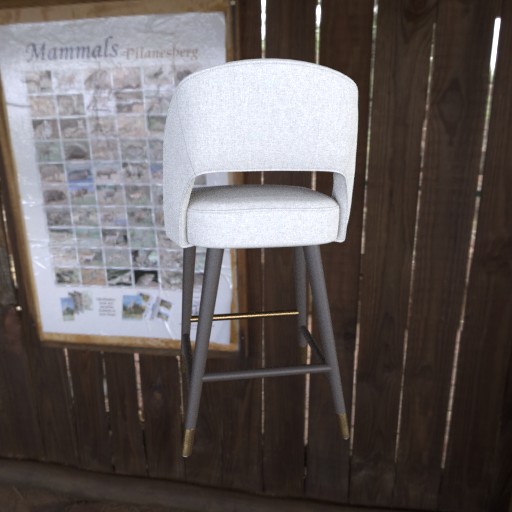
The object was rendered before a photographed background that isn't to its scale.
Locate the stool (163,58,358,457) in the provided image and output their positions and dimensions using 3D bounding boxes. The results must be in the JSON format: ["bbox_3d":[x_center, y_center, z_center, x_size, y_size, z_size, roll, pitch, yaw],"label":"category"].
[{"bbox_3d":[0.000,0.000,1.241,0.494,0.940,0.509,-2,14,-9],"label":"stool"}]
